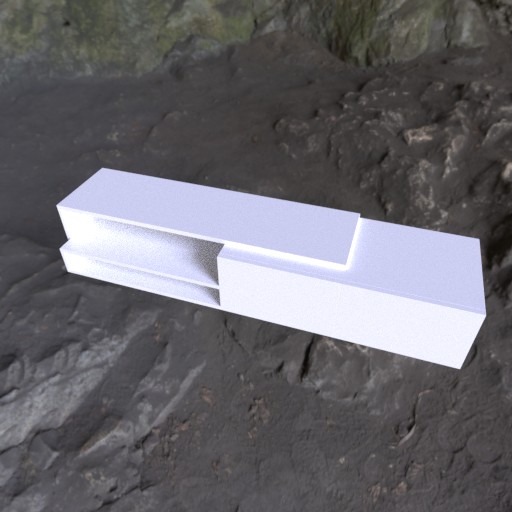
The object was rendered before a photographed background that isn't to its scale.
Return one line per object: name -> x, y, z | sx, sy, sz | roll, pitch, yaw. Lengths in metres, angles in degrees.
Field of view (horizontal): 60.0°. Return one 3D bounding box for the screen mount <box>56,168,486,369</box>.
screen mount -> 0.000, 0.000, 1.855 | 1.680, 0.320, 0.420 | 12, 41, 14
